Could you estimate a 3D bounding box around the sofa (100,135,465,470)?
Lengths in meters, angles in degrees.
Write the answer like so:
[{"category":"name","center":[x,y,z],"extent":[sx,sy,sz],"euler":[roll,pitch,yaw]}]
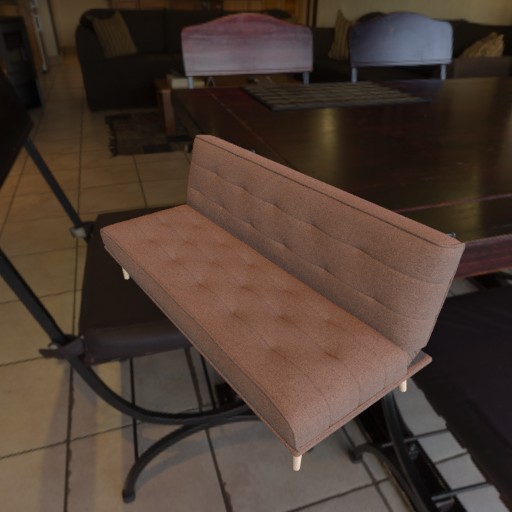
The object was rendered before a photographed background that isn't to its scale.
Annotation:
[{"category":"sofa","center":[0.000,0.000,2.301],"extent":[1.038,0.810,1.820],"euler":[-21,37,-31]}]
